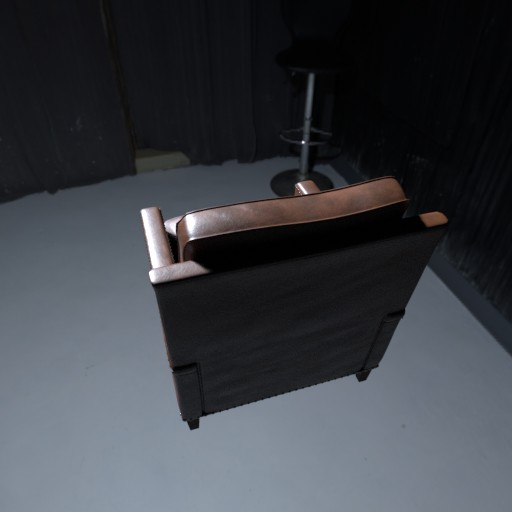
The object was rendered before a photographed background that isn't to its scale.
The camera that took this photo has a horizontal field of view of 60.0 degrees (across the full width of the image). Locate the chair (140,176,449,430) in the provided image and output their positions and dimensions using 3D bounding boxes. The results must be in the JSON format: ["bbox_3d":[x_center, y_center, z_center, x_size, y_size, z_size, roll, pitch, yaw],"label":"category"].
[{"bbox_3d":[0.000,0.000,1.829,0.854,1.054,1.035,-12,42,-13],"label":"chair"}]
